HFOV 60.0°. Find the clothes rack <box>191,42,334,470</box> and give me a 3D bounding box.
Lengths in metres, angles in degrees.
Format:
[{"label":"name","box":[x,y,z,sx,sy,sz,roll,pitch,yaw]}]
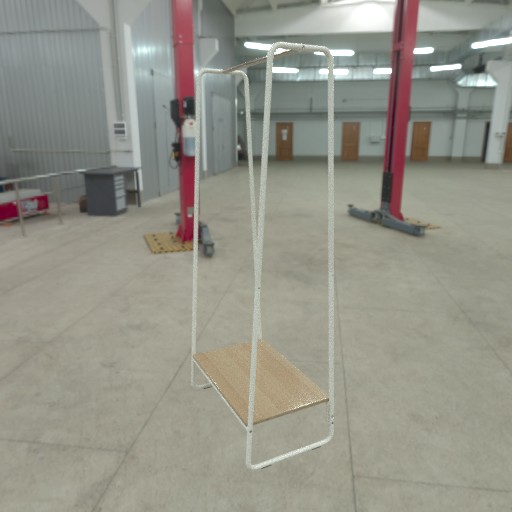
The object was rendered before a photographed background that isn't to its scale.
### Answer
[{"label":"clothes rack","box":[0.000,0.000,1.825,0.400,1.500,0.640,-8,17,-26]}]
